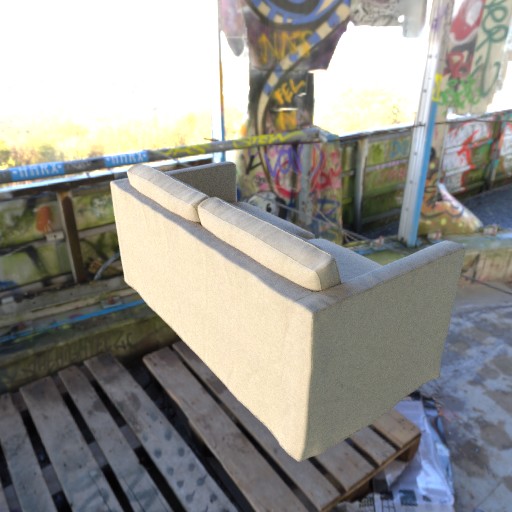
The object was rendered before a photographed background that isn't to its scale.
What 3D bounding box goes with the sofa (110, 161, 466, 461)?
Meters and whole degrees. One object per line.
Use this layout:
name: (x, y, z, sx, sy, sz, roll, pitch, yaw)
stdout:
sofa: (0.000, 0.000, 2.523, 0.962, 0.835, 1.959, -18, 31, -32)
